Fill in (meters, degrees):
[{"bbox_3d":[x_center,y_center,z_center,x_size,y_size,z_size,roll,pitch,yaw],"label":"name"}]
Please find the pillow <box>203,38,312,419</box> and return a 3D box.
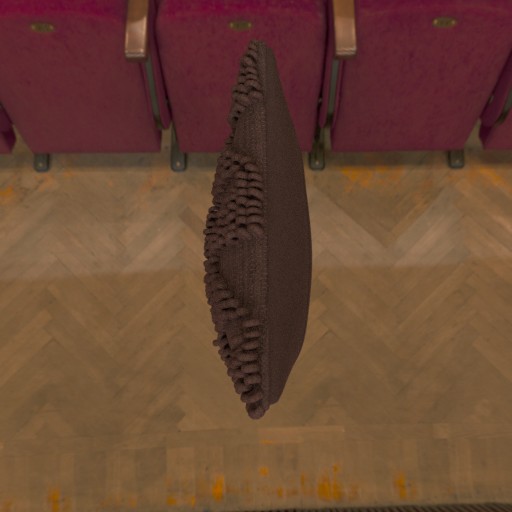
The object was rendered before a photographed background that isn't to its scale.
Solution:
[{"bbox_3d":[0.000,0.000,0.727,0.172,0.467,0.470,0,75,0],"label":"pillow"}]
